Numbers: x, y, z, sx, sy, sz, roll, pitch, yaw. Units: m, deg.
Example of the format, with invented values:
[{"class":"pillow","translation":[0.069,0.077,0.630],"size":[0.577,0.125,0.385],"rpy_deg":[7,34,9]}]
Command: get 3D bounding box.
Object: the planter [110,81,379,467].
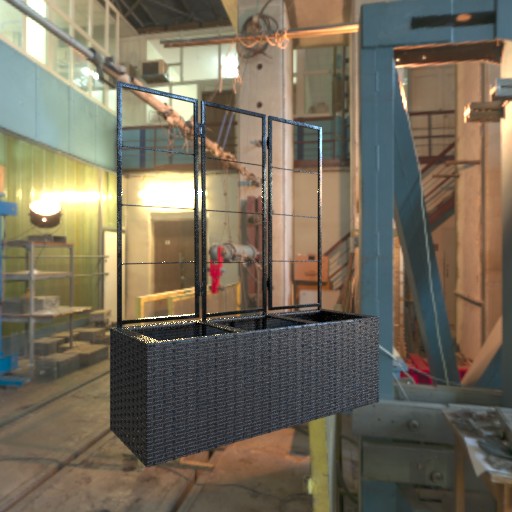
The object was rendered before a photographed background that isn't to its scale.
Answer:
[{"class":"planter","translation":[0.000,0.000,1.174],"size":[0.699,0.841,0.244],"rpy_deg":[0,0,-35]}]
